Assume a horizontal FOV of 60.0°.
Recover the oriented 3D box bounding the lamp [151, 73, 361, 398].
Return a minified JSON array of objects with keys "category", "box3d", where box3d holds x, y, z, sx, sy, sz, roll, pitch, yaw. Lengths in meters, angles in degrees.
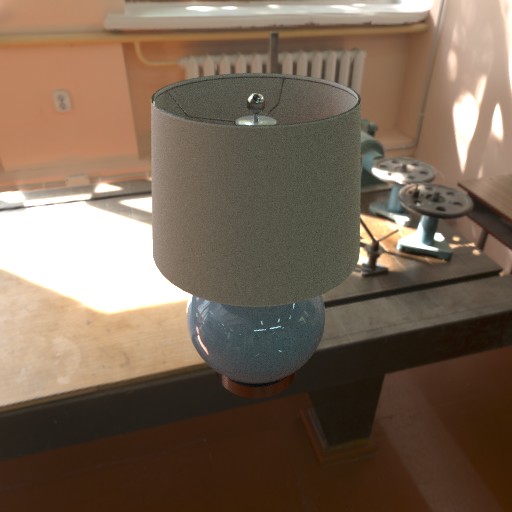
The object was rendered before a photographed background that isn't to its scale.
[{"category":"lamp","box3d":[0.000,0.000,0.547,0.247,0.387,0.247,0,34,0]}]
